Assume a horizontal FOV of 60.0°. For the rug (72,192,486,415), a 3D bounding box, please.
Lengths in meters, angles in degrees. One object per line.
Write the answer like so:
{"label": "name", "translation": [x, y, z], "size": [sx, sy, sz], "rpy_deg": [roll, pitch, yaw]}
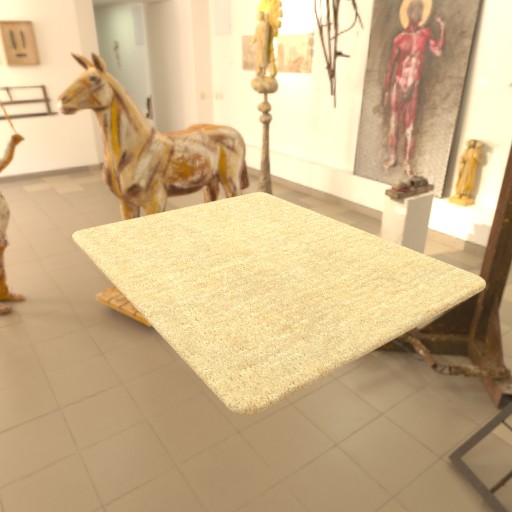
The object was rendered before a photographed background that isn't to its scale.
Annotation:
{"label": "rug", "translation": [0.000, 0.000, 3.310], "size": [2.009, 0.048, 2.528], "rpy_deg": [-17, 30, -32]}
